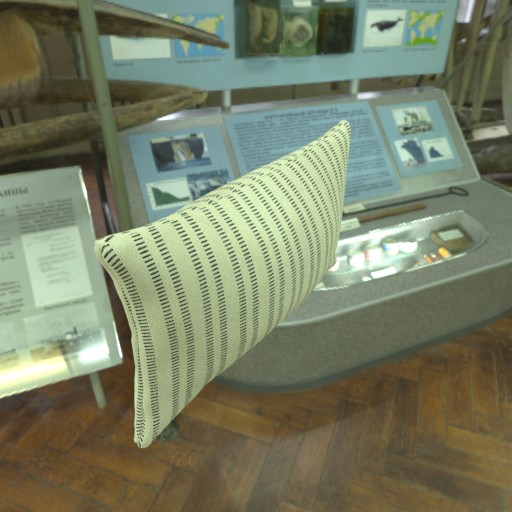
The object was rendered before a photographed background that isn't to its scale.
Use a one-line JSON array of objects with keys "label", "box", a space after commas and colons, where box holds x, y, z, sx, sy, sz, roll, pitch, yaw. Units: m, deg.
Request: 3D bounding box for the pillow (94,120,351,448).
[{"label": "pillow", "box": [0.000, 0.000, 0.796, 0.210, 0.353, 0.640, 20, 37, 29]}]
